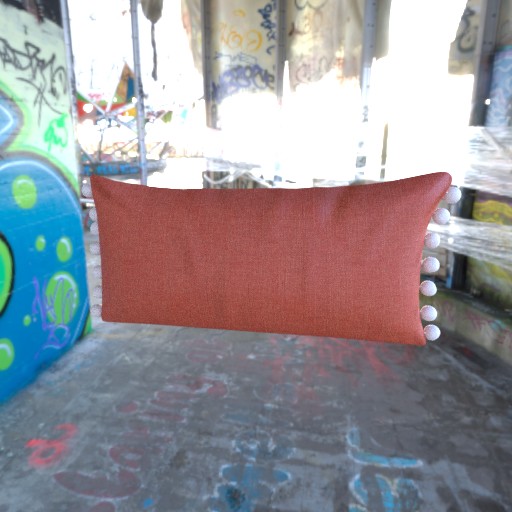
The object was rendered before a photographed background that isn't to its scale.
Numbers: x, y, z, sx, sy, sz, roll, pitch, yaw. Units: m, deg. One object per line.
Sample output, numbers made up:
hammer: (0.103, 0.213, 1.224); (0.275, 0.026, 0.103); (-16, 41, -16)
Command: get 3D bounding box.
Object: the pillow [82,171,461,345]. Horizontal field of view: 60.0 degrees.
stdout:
pillow: (0.000, 0.000, 0.834); (0.709, 0.322, 0.201); (2, 15, 9)
